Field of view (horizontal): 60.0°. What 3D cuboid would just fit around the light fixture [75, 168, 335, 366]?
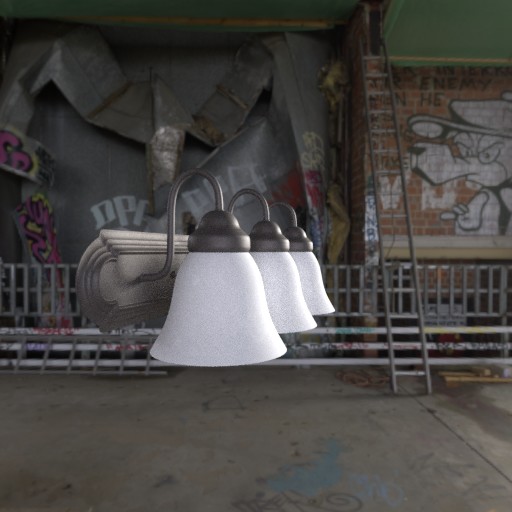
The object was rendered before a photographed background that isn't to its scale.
[{"bbox_3d":[0.000,0.000,0.726,0.199,0.222,0.610,0,1,19],"label":"light fixture"}]
